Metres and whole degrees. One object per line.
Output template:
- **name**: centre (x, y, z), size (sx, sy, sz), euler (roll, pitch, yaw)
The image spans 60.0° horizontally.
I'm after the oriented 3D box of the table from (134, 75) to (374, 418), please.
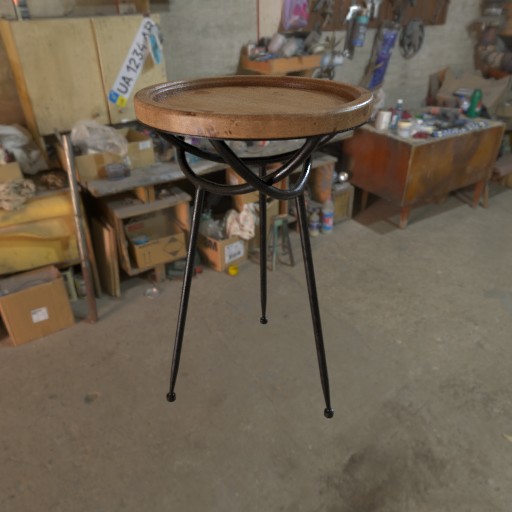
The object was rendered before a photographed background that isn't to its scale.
- **table**: centre (0.000, 0.000, 0.937), size (0.414, 0.664, 0.418), euler (10, 31, 18)
